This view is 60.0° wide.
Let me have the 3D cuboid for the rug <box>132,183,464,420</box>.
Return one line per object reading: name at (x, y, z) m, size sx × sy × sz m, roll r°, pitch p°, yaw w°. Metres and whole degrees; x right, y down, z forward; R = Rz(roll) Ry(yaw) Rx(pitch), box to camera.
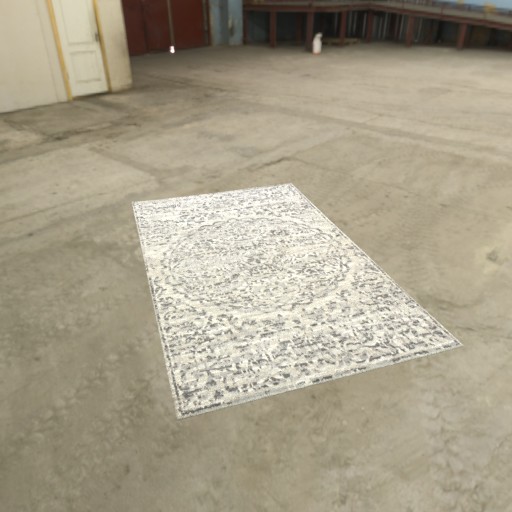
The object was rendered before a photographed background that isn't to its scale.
rug at (0.000, 0.000, 3.149) m, size 1.527 × 0.021 × 2.447 m, roll -9°, pitch 32°, yaw -15°
